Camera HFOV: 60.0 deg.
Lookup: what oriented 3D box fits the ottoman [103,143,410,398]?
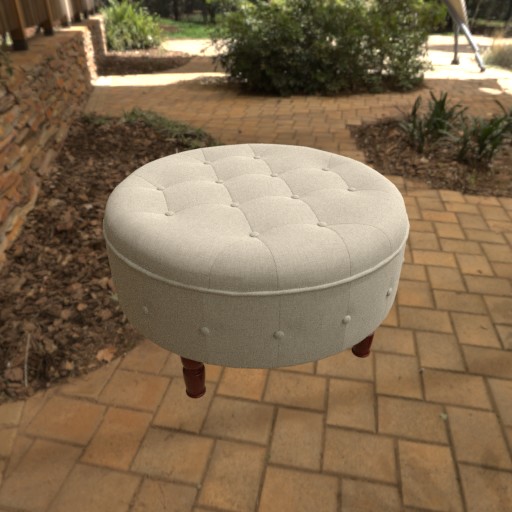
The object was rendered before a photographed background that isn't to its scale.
[{"bbox_3d":[0.000,0.000,1.363,0.850,0.483,0.850,0,31,0],"label":"ottoman"}]
